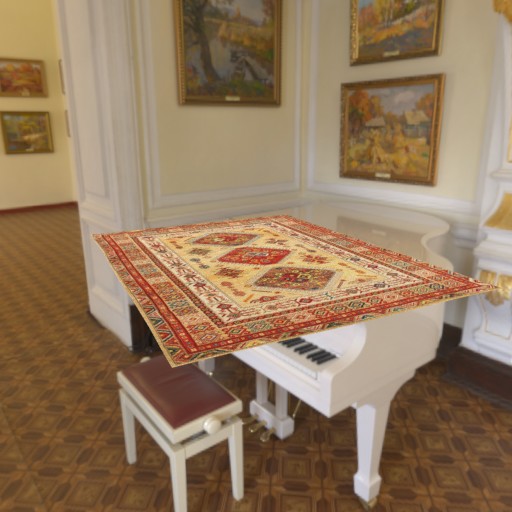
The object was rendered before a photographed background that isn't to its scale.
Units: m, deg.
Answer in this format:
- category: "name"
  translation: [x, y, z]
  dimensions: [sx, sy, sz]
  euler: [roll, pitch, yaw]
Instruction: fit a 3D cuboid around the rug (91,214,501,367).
- category: "rug"
  translation: [0.000, 0.000, 4.001]
  dimensions: [2.460, 0.005, 3.067]
  euler: [-8, 18, -25]
